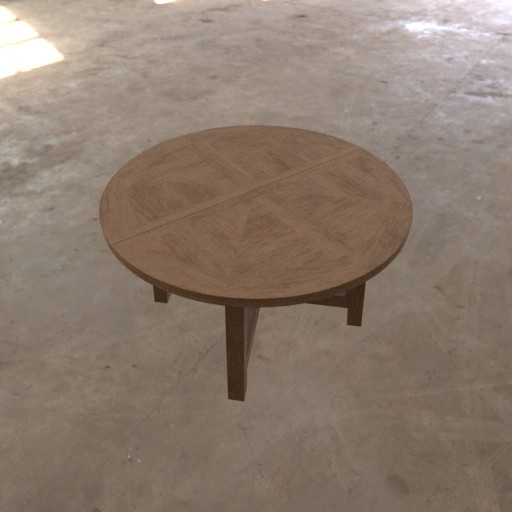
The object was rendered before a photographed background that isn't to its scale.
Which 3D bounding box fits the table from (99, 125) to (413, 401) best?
[{"bbox_3d":[0.000,0.000,2.175,1.319,0.762,1.319,0,40,0],"label":"table"}]
